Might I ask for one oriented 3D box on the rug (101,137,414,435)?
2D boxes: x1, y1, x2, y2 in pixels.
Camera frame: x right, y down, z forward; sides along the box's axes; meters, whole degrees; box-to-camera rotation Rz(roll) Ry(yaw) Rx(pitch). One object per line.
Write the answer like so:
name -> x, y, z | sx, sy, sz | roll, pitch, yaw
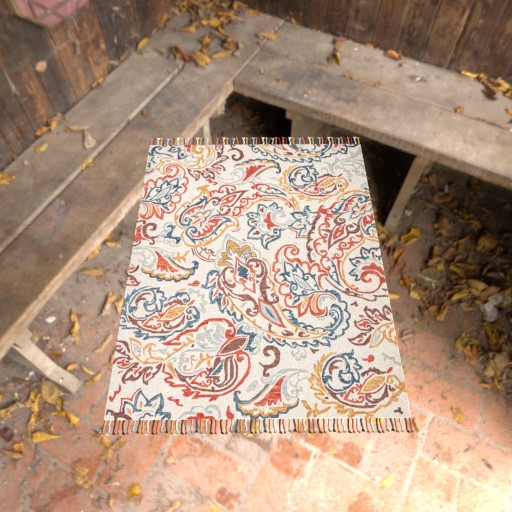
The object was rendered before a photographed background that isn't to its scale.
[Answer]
rug -> 0.000, 0.000, 4.320 | 2.439, 0.015, 3.274 | 0, 58, 0
